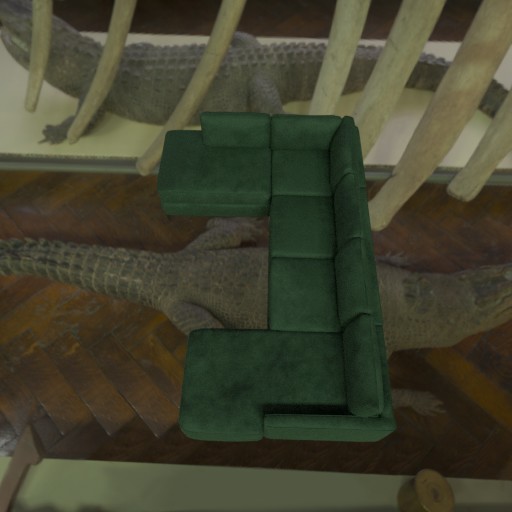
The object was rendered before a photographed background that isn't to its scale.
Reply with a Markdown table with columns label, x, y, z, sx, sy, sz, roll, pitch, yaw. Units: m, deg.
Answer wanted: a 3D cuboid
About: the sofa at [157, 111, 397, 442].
| label | x | y | z | sx | sy | sz | roll | pitch | yaw |
| --- | --- | --- | --- | --- | --- | --- | --- | --- | --- |
| sofa | 0.000 | 0.000 | 3.910 | 1.992 | 0.861 | 2.994 | 1 | 59 | 1 |
